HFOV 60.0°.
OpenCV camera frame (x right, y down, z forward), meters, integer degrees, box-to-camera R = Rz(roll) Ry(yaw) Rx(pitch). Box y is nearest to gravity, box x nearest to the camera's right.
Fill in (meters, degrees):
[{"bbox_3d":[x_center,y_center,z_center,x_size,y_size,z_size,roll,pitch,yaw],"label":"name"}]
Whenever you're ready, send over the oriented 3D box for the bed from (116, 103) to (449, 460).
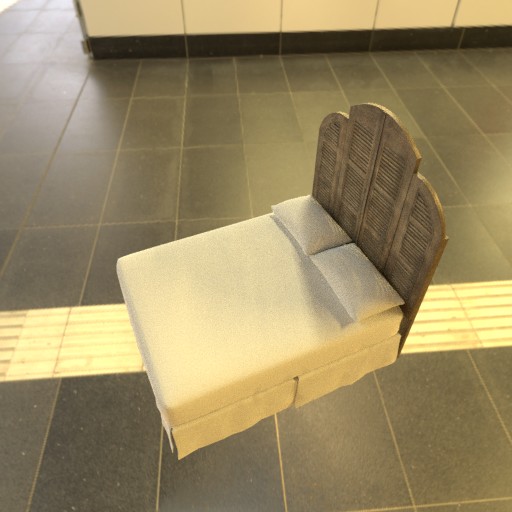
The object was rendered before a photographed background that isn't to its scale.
[{"bbox_3d":[0.000,0.000,3.501,2.138,2.019,1.713,-18,48,-17],"label":"bed"}]
